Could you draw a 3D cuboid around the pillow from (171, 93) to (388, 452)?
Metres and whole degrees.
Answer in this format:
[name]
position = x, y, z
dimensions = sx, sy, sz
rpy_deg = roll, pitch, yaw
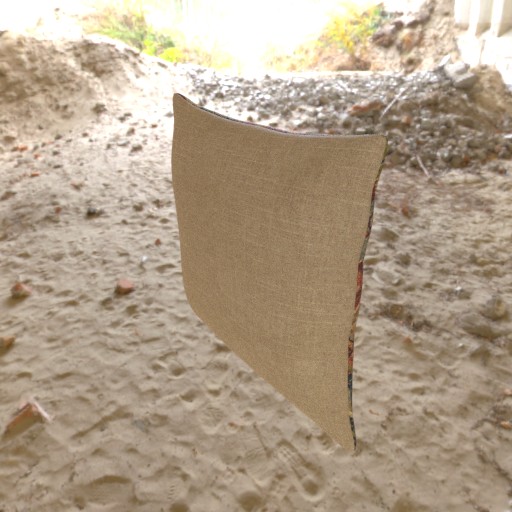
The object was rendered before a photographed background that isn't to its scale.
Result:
[pillow]
position = 0.000, 0.000, 0.791
dimensions = 0.166, 0.506, 0.523
rpy_deg = -18, 32, -32
